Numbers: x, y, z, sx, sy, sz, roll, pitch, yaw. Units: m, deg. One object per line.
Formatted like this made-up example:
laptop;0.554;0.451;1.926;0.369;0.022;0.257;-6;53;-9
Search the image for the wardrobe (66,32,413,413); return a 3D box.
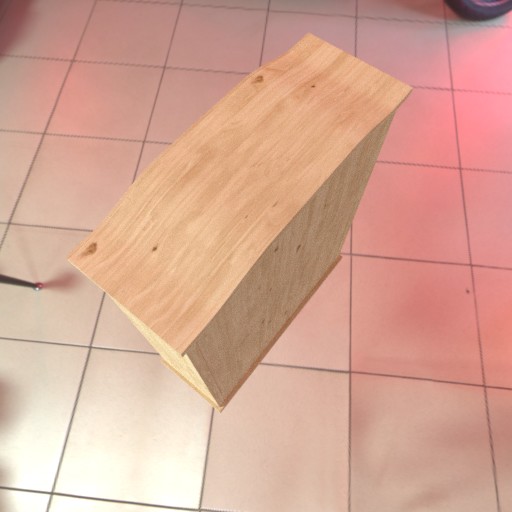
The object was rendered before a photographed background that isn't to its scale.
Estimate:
wardrobe;0.000;0.000;2.549;0.570;1.870;1.500;36;70;15
